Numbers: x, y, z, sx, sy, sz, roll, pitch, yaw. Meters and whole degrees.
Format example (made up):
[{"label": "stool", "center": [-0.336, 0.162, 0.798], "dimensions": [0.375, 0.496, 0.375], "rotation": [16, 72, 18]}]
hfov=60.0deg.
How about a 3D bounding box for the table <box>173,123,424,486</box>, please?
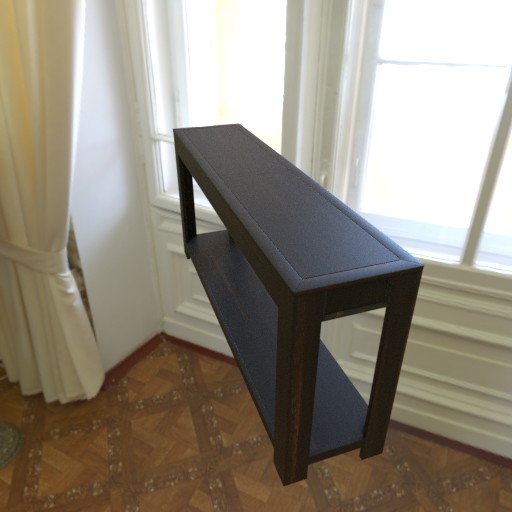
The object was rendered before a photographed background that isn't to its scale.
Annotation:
[{"label": "table", "center": [0.000, 0.000, 1.958], "dimensions": [0.384, 0.762, 1.631], "rotation": [-10, 31, -17]}]
